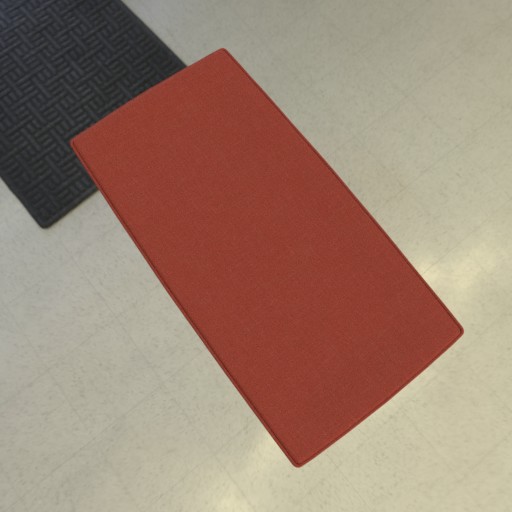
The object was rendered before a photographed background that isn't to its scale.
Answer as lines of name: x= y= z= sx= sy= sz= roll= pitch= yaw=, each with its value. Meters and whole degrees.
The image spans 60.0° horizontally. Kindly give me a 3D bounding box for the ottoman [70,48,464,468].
ottoman: x=0.000 y=0.000 z=1.243 sx=0.497 sy=0.454 sz=0.948 roll=-35 pitch=78 yaw=-9
